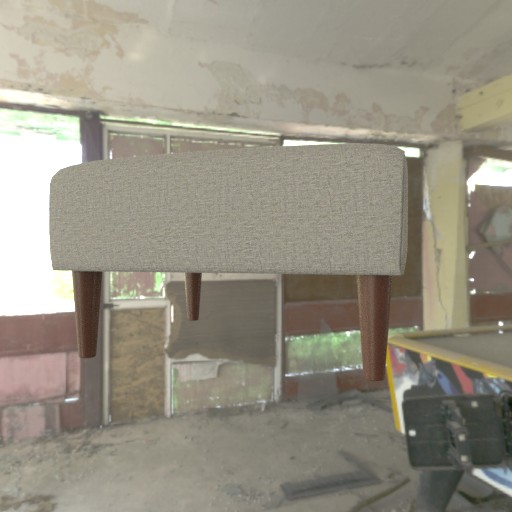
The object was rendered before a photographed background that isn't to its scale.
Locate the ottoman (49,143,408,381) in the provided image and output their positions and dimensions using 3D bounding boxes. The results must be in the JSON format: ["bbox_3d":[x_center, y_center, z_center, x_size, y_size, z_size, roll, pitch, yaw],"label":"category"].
[{"bbox_3d":[0.000,0.000,1.046,0.655,0.399,0.648,0,0,16],"label":"ottoman"}]
